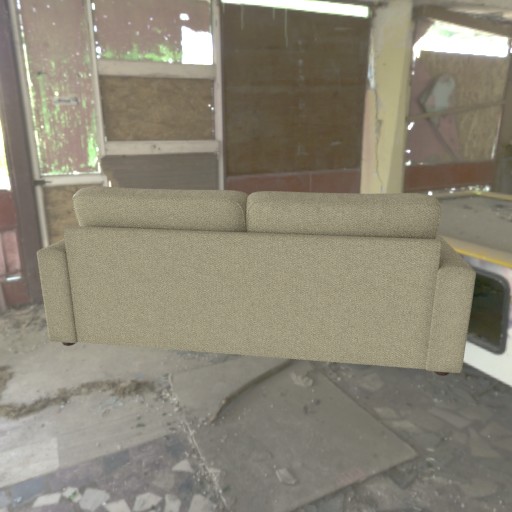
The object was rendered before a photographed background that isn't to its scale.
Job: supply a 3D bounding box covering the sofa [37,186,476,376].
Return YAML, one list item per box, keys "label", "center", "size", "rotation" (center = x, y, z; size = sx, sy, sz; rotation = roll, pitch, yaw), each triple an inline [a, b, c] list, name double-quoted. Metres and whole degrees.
- label: "sofa"
  center: [0.000, 0.000, 2.668]
  size: [2.179, 0.873, 1.016]
  rotation: [3, 17, 8]
